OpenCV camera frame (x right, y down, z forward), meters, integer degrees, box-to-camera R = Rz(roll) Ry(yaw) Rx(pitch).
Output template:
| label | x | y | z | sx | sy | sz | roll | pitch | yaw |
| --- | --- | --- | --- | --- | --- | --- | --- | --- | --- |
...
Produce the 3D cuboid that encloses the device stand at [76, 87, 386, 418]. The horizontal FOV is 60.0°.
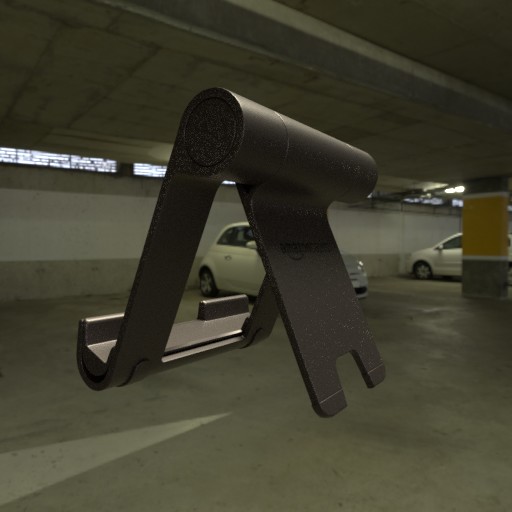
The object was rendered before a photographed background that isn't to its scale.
| label | x | y | z | sx | sy | sz | roll | pitch | yaw |
| --- | --- | --- | --- | --- | --- | --- | --- | --- | --- |
| device stand | 0.000 | 0.000 | 0.154 | 0.079 | 0.084 | 0.088 | 1 | 2 | 35 |
